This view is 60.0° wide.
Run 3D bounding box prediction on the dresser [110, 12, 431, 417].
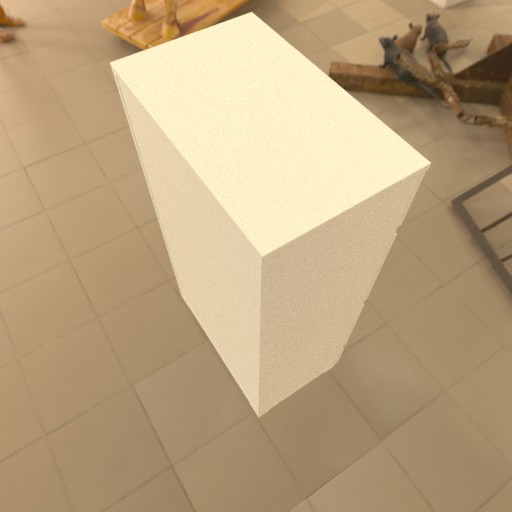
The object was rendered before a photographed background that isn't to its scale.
[{"bbox_3d":[0.000,0.000,1.461,0.400,1.190,0.650,-29,62,-17],"label":"dresser"}]
